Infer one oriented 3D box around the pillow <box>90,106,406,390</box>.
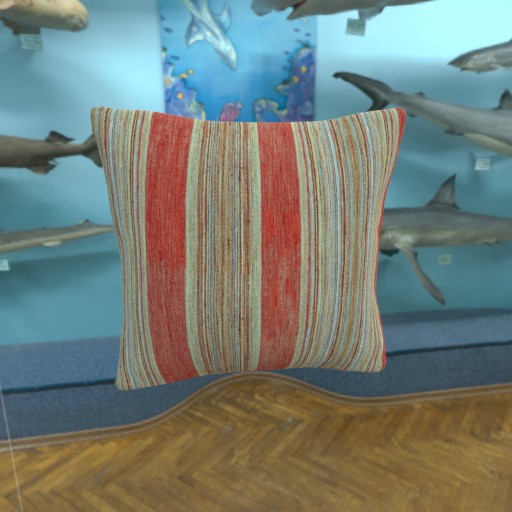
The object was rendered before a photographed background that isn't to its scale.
[{"bbox_3d":[0.000,0.000,0.655,0.437,0.419,0.136,-2,16,-8],"label":"pillow"}]
